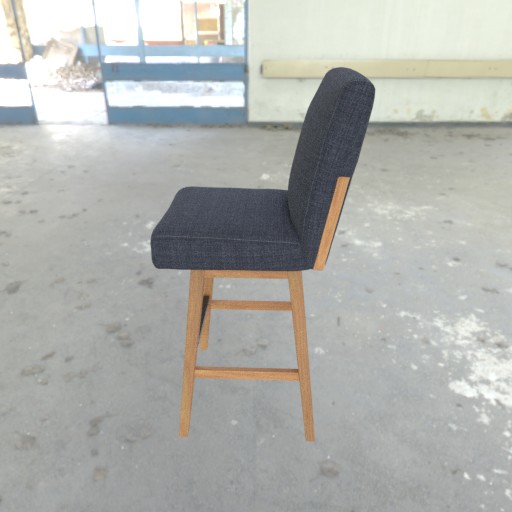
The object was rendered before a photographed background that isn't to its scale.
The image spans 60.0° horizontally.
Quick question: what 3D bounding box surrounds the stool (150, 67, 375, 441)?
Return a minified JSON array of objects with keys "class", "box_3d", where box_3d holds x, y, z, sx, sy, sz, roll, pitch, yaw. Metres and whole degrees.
[{"class":"stool","box_3d":[0.000,0.000,1.427,0.570,1.112,0.483,1,26,2]}]
